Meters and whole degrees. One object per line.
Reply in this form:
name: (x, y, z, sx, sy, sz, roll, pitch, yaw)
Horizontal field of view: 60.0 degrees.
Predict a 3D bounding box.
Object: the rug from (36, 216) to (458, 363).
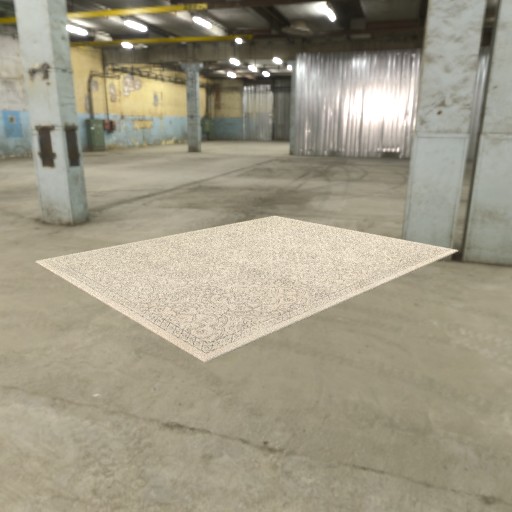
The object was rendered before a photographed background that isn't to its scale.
rug: (0.000, 0.000, 4.079, 3.050, 0.015, 2.441, -15, 22, -42)
